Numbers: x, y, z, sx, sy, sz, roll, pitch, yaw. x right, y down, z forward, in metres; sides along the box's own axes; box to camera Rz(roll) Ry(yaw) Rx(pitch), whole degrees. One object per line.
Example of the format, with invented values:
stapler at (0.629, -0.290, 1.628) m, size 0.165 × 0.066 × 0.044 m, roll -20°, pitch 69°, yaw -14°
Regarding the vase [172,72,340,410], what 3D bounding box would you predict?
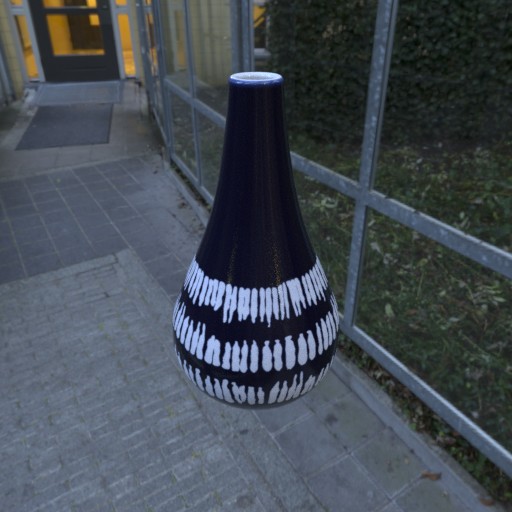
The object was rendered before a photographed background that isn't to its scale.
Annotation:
vase at (0.000, 0.000, 0.387) m, size 0.159 × 0.295 × 0.159 m, roll 0°, pitch 31°, yaw 0°
